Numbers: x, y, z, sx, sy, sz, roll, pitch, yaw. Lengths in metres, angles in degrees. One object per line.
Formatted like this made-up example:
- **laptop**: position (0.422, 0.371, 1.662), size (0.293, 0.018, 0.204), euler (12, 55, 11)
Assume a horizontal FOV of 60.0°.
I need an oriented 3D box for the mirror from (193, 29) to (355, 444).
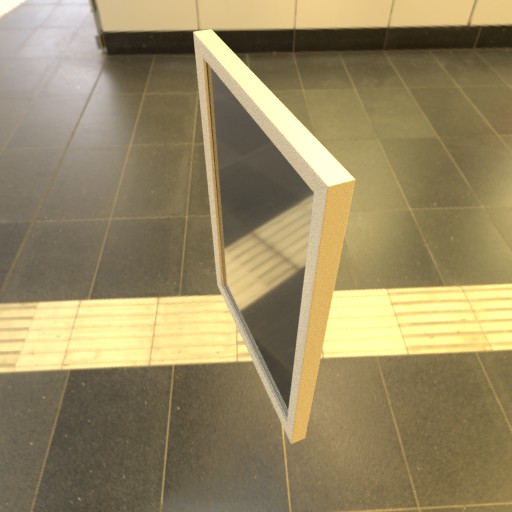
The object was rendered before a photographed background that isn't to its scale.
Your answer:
- **mirror**: position (0.000, 0.000, 0.907), size (0.040, 0.710, 0.507), euler (-16, 48, -15)
